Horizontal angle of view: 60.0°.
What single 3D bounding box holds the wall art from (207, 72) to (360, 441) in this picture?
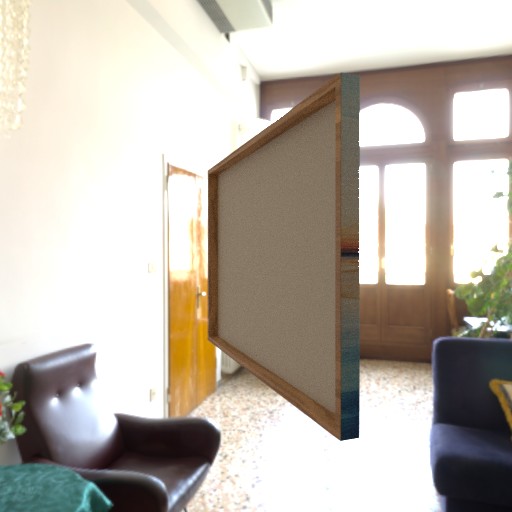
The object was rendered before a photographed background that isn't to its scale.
[{"bbox_3d":[0.000,0.000,1.159,0.037,0.605,0.911,0,0,-20],"label":"wall art"}]
